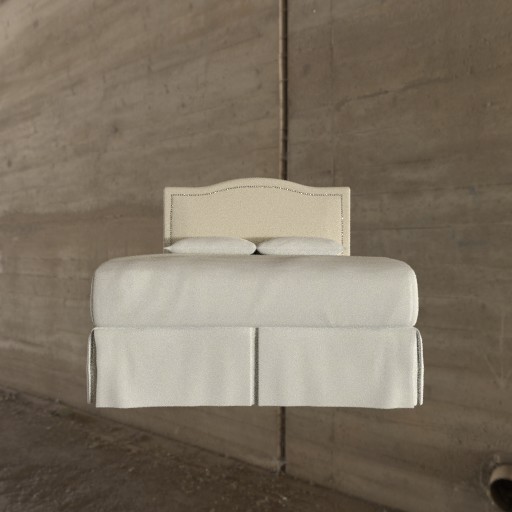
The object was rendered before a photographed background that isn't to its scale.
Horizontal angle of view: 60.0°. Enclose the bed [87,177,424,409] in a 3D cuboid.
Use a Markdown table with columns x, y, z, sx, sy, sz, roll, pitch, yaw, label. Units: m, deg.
| x | y | z | sx | sy | sz | roll | pitch | yaw | label |
| --- | --- | --- | --- | --- | --- | --- | --- | --- | --- |
| 0.000 | 0.000 | 3.180 | 1.753 | 1.460 | 2.143 | 0 | 0 | 0 | bed |
